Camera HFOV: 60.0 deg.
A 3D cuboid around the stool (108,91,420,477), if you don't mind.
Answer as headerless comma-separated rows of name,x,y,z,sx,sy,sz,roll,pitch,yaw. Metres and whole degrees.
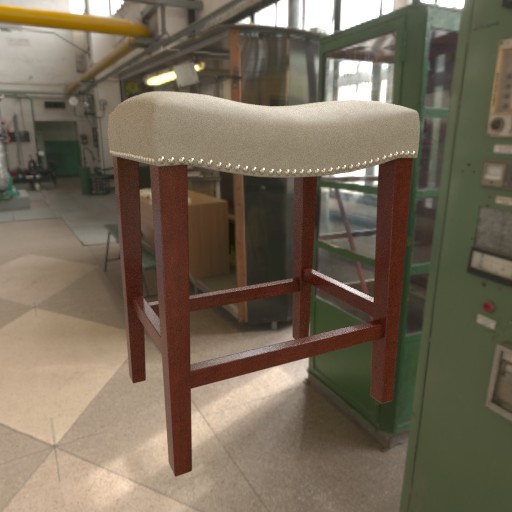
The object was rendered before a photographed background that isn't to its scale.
stool,0.000,0.000,0.937,0.509,0.632,0.375,-8,17,-26
